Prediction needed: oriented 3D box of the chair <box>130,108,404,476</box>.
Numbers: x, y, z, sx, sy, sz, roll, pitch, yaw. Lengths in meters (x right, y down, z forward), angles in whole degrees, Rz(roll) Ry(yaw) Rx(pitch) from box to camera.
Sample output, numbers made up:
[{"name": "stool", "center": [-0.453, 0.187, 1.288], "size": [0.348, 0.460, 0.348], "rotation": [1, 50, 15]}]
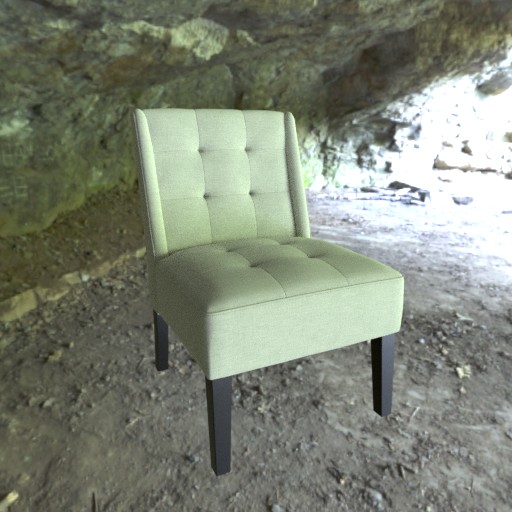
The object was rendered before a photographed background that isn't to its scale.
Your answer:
[{"name": "chair", "center": [0.000, 0.000, 1.319], "size": [0.569, 0.853, 0.676], "rotation": [-8, 18, -25]}]
